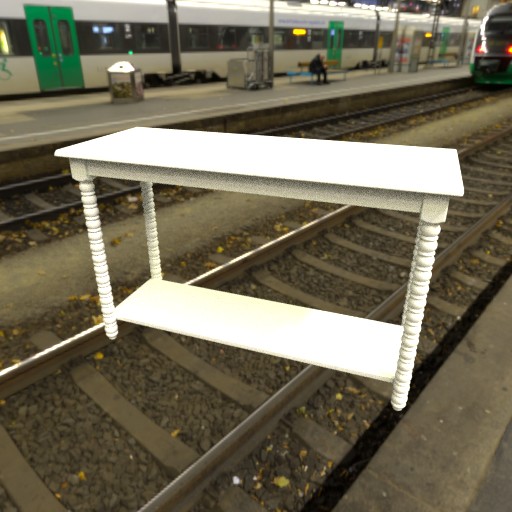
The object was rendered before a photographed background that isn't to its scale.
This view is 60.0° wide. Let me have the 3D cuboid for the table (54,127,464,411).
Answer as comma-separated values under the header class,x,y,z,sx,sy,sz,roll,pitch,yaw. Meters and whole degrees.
class,x,y,z,sx,sy,sz,roll,pitch,yaw
table,0.000,0.000,1.549,1.184,0.740,0.459,9,27,18
